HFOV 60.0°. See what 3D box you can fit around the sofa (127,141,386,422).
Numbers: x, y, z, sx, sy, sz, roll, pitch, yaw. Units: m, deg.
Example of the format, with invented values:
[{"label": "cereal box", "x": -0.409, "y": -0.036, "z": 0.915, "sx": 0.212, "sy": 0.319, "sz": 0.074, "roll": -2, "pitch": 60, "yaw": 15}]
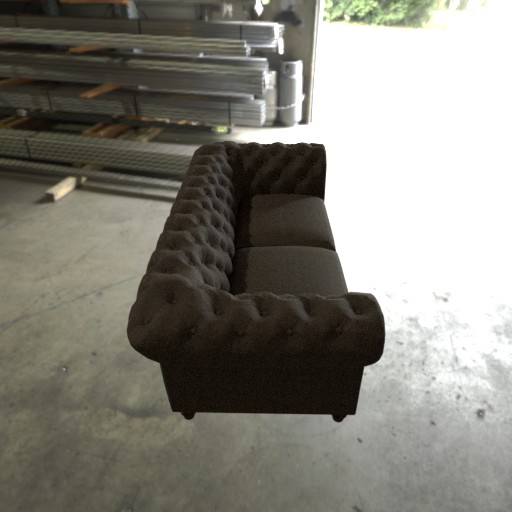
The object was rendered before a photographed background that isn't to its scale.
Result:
[{"label": "sofa", "x": 0.000, "y": 0.000, "z": 2.528, "sx": 0.944, "sy": 0.780, "sz": 2.048, "roll": 1, "pitch": 32, "yaw": 1}]
